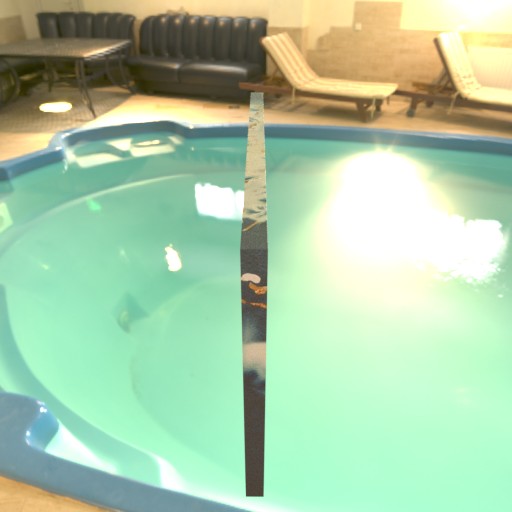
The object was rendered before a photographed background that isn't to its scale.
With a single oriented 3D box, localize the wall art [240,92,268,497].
[{"bbox_3d":[0.000,0.000,1.144,0.038,0.608,0.912,0,33,0],"label":"wall art"}]
